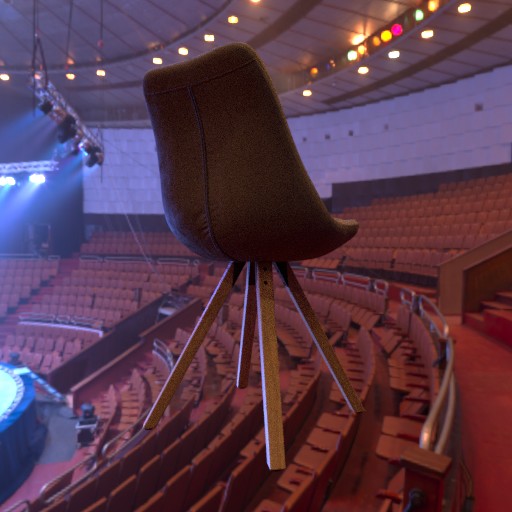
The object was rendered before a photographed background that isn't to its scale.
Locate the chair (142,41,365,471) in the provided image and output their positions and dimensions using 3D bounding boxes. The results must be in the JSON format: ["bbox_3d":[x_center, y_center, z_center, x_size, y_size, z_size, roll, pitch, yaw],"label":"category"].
[{"bbox_3d":[0.000,0.000,1.172,0.483,0.865,0.547,0,0,35],"label":"chair"}]
